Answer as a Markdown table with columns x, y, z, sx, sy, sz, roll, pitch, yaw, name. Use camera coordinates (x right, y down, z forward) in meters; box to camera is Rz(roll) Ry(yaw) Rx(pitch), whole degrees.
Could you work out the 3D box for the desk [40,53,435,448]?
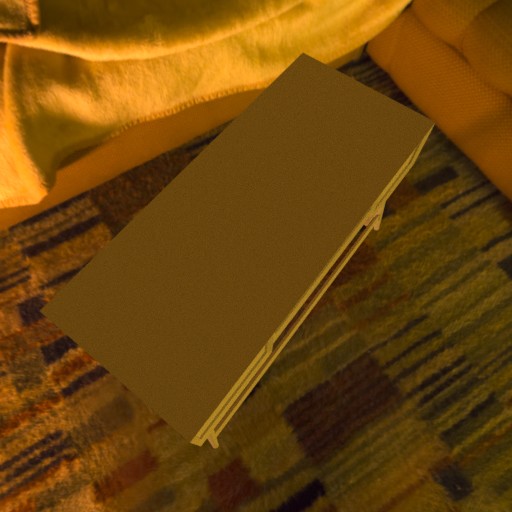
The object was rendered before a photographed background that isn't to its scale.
| x | y | z | sx | sy | sz | roll | pitch | yaw | name |
| --- | --- | --- | --- | --- | --- | --- | --- | --- | --- |
| 0.000 | 0.000 | 1.761 | 0.589 | 0.762 | 1.313 | 35 | 69 | 15 | desk |
